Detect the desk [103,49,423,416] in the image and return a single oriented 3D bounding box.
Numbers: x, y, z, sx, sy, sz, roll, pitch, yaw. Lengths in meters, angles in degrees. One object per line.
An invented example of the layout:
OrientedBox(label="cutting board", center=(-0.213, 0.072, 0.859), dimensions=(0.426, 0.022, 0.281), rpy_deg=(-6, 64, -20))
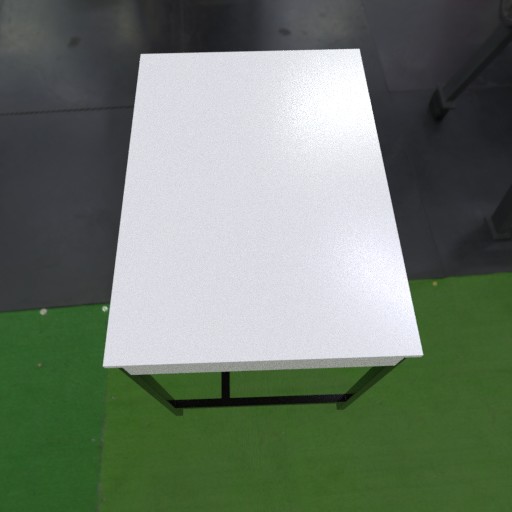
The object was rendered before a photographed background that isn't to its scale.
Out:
OrientedBox(label="desk", center=(0.000, 0.000, 1.316), dimensions=(0.573, 0.766, 0.811), rpy_deg=(-2, 63, -1))
